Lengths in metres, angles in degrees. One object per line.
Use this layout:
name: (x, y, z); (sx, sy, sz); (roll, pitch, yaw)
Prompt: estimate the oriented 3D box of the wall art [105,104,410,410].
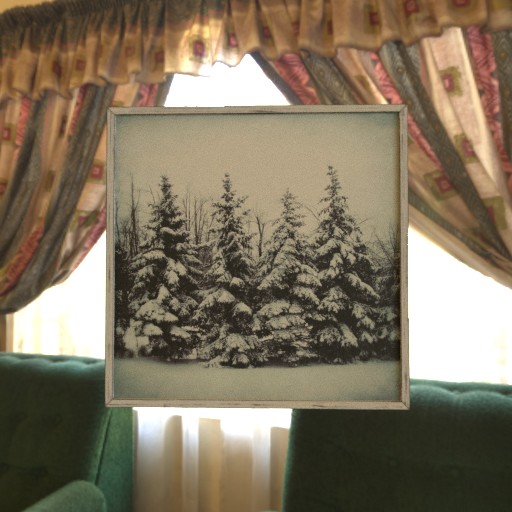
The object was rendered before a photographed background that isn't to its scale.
wall art: (0.000, 0.000, 1.131); (0.761, 0.761, 0.037); (0, -1, 2)
